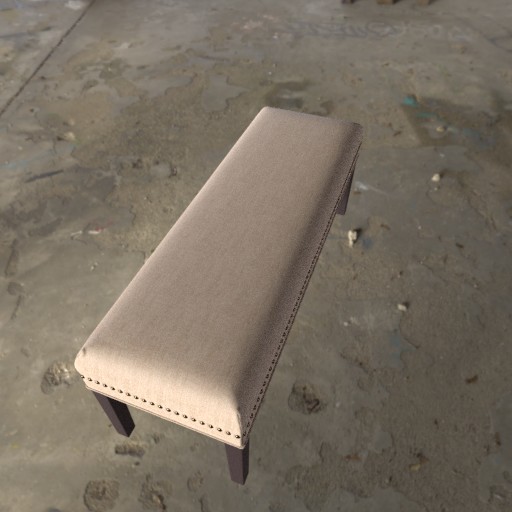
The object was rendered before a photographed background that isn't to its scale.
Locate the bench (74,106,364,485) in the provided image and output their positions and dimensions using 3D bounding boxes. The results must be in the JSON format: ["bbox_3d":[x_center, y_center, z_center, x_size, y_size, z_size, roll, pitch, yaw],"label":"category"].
[{"bbox_3d":[0.000,0.000,1.446,0.410,0.457,1.219,15,48,14],"label":"bench"}]
